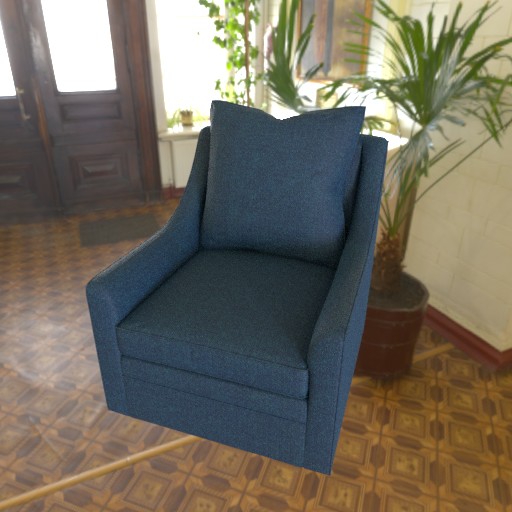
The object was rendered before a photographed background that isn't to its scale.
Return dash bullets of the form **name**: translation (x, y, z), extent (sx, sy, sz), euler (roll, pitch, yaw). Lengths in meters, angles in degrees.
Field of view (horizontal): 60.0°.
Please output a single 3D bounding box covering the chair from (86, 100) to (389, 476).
- **chair**: translation (0.000, 0.000, 1.539), extent (0.750, 0.939, 0.870), euler (9, 27, 17)
